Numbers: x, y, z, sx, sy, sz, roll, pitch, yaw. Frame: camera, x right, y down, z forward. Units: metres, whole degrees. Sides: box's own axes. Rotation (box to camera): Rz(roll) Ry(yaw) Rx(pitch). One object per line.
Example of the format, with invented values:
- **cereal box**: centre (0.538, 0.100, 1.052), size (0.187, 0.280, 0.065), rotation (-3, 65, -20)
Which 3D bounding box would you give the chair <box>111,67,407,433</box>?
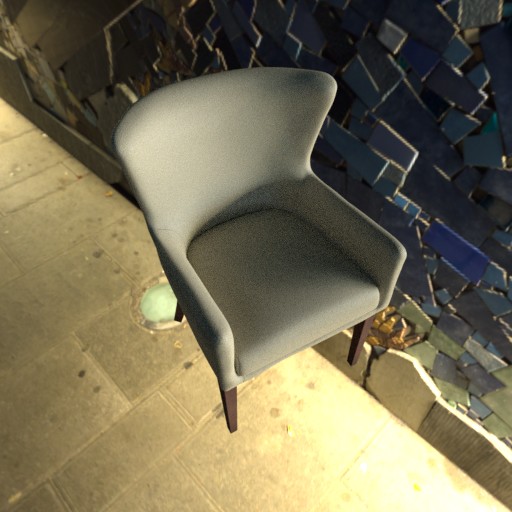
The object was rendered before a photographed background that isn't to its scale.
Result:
- **chair**: centre (0.000, 0.000, 1.438), size (0.660, 0.952, 0.686), rotation (-23, 52, -19)
